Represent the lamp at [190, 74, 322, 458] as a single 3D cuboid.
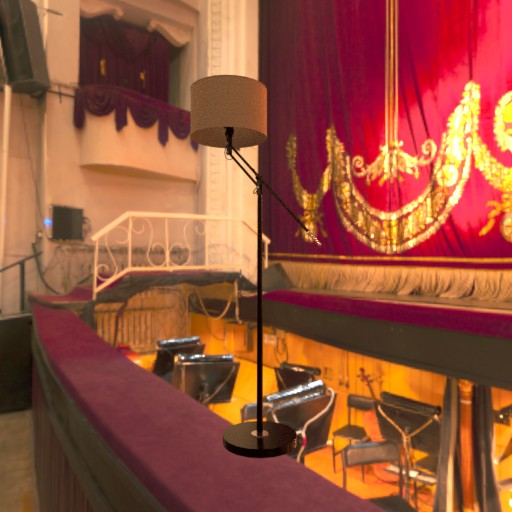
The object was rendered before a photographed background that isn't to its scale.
[{"bbox_3d":[0.000,0.000,1.982,0.373,1.635,0.809,1,-1,-37],"label":"lamp"}]
